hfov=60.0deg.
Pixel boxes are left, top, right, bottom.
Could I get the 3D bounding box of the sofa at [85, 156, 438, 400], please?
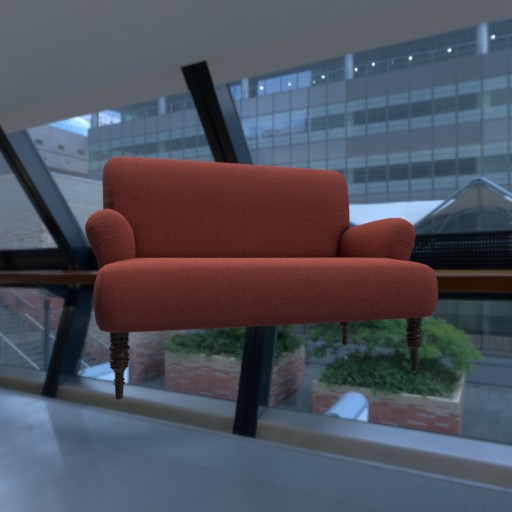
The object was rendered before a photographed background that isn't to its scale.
[{"bbox_3d":[0.000,0.000,1.821,1.297,0.889,0.779,0,0,-18],"label":"sofa"}]
